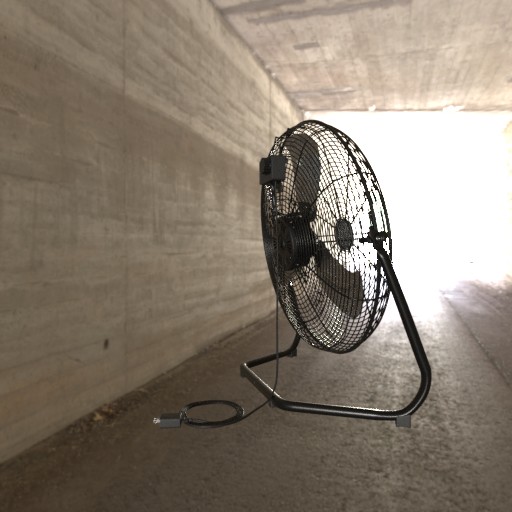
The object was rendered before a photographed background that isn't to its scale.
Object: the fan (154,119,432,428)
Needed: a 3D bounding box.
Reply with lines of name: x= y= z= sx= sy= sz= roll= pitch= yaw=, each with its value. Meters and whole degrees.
fan: x=0.000 y=0.000 z=0.990 sx=0.470 sy=0.605 sz=0.595 roll=0 pitch=1 yaw=-17
